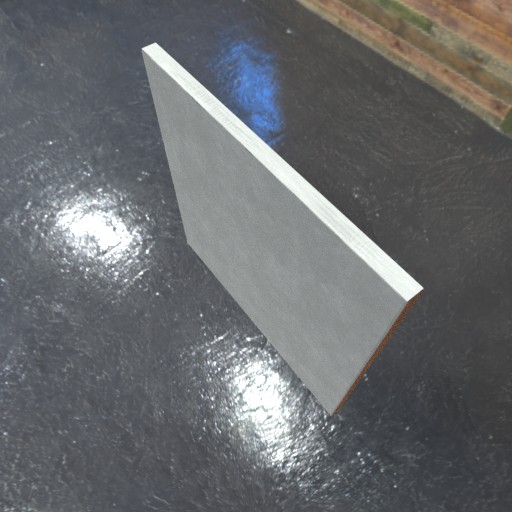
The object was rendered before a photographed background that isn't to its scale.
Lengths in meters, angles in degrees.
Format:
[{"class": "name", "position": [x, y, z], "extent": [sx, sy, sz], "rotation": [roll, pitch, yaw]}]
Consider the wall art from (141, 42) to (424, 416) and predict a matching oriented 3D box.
[{"class": "wall art", "position": [0.000, 0.000, 0.448], "extent": [0.015, 0.303, 0.303], "rotation": [-33, 64, -19]}]
